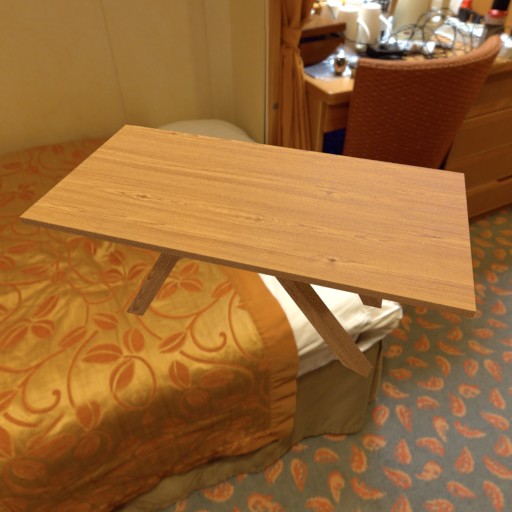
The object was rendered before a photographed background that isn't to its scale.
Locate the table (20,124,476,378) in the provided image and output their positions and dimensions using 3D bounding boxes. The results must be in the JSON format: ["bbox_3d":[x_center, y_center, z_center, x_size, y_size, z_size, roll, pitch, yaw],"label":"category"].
[{"bbox_3d":[0.000,0.000,2.233,1.797,0.750,0.901,11,43,12],"label":"table"}]
